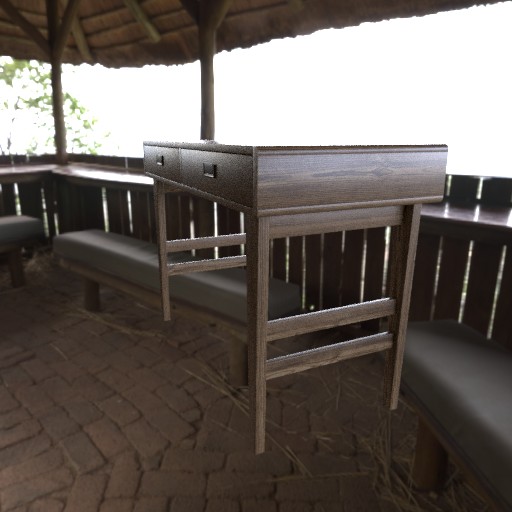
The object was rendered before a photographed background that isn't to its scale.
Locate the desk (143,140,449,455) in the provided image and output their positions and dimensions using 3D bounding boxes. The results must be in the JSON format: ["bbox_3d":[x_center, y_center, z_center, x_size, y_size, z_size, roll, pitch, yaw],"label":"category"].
[{"bbox_3d":[0.000,0.000,1.510,0.508,0.755,1.067,-7,17,-24],"label":"desk"}]
